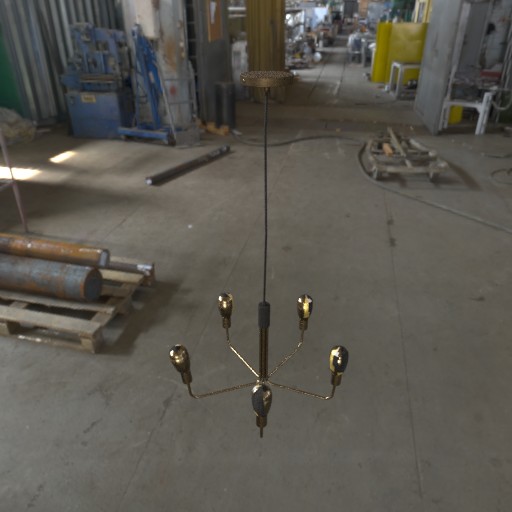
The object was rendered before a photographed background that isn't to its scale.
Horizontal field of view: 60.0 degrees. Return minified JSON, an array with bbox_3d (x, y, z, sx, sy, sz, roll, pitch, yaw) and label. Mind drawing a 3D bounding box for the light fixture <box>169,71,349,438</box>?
[{"bbox_3d":[0.000,0.000,1.381,0.588,1.059,0.532,-18,34,-29],"label":"light fixture"}]
